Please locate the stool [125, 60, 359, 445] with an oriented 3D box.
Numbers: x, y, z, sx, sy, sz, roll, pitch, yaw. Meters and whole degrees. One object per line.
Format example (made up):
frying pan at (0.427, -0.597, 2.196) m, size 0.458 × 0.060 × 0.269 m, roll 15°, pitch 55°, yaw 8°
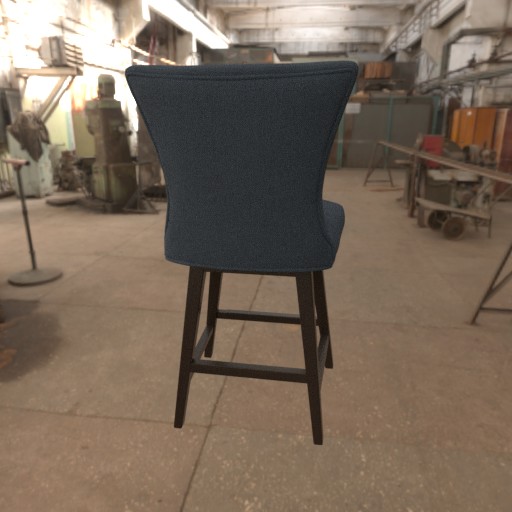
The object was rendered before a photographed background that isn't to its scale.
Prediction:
stool at (0.000, 0.000, 1.305) m, size 0.514 × 1.000 × 0.574 m, roll 3°, pitch 17°, yaw 9°
